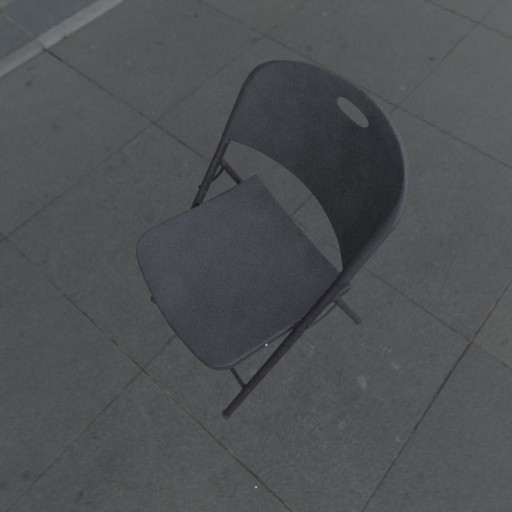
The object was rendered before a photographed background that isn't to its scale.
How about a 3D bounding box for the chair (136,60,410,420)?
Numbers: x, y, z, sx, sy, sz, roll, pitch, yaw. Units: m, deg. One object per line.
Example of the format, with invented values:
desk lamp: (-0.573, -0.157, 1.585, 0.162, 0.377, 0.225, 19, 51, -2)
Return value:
chair: (0.000, 0.000, 1.173, 0.567, 0.810, 0.494, -31, 67, -15)
